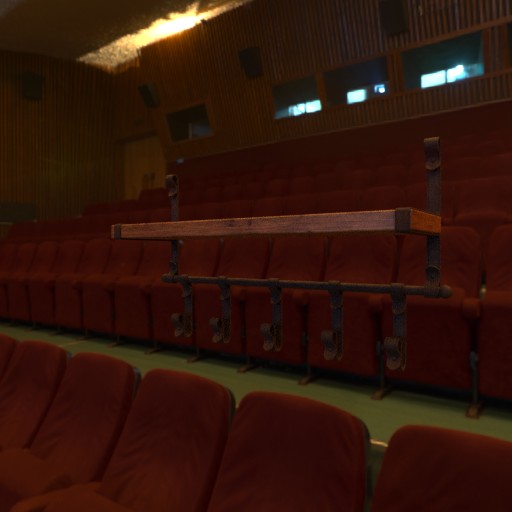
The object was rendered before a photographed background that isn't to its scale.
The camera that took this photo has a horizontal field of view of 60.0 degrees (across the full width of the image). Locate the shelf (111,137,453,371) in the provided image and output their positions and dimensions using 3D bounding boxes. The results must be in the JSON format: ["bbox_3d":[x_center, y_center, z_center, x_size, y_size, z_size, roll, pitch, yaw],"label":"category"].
[{"bbox_3d":[0.000,0.000,0.715,0.567,0.330,0.146,0,1,35],"label":"shelf"}]
